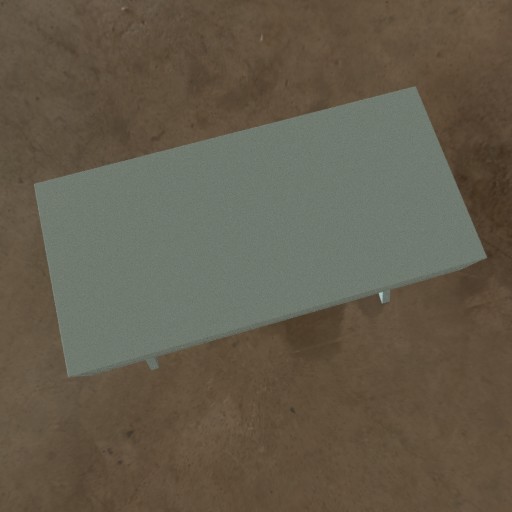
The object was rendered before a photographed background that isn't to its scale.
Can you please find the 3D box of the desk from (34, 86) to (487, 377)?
[{"bbox_3d":[0.000,0.000,1.509,1.059,0.780,0.509,-15,77,-4],"label":"desk"}]
